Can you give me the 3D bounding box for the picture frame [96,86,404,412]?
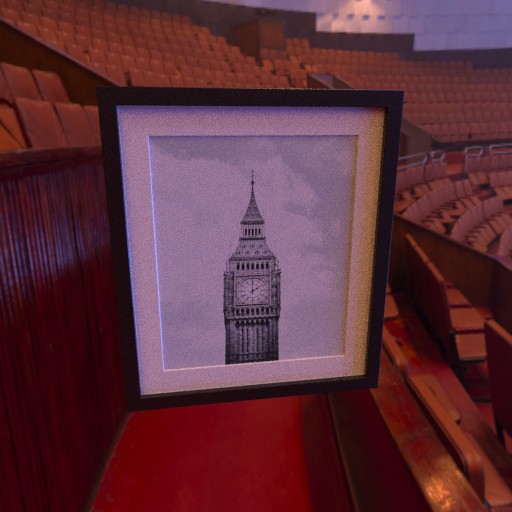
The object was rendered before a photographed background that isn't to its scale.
[{"bbox_3d":[0.000,0.000,0.536,0.328,0.378,0.034,-3,17,-9],"label":"picture frame"}]
